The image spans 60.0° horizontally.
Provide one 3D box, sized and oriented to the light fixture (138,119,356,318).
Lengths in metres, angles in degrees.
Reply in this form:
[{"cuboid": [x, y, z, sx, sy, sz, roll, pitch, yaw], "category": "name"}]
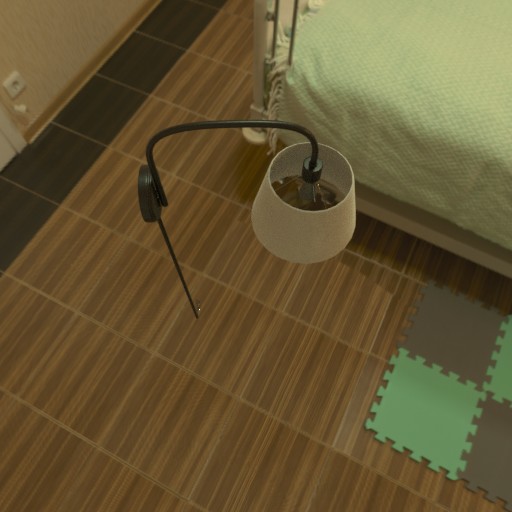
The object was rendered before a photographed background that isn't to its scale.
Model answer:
[{"cuboid": [0.000, 0.000, 0.462, 0.176, 0.399, 0.092, -2, 64, -1], "category": "light fixture"}]
